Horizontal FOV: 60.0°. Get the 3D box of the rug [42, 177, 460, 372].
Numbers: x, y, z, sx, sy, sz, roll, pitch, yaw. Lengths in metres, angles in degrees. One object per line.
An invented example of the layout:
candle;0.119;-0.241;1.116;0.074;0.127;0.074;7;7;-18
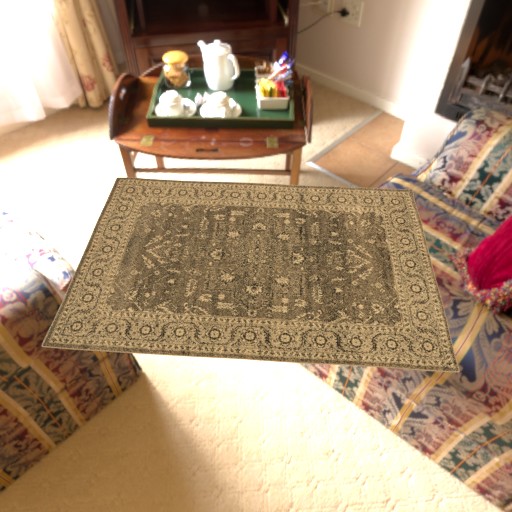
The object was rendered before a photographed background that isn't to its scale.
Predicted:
rug;0.000;0.000;2.323;1.828;0.019;1.209;3;48;2
